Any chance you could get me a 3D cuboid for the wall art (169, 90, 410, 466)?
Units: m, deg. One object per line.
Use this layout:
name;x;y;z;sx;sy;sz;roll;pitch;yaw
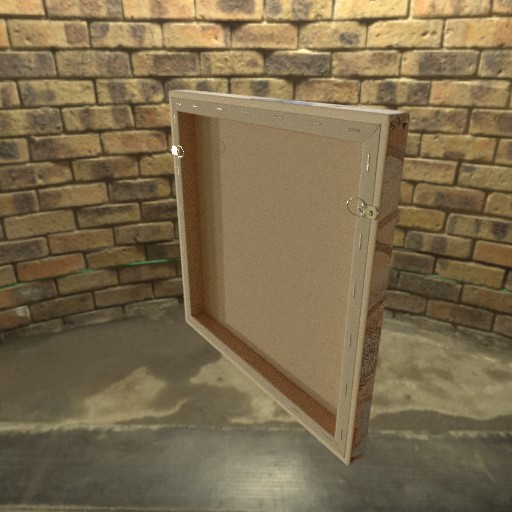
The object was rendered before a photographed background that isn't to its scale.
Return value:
wall art;0.000;0.000;0.755;0.038;0.508;0.507;-17;29;-33
